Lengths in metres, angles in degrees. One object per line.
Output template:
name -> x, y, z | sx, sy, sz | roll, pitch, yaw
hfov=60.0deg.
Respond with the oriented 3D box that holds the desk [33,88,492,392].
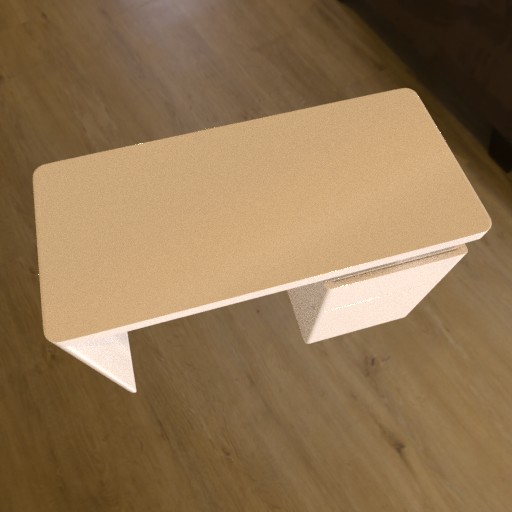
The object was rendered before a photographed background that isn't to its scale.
desk -> 0.000, 0.000, 1.584 | 1.200, 0.760, 0.550 | -14, 65, -7
